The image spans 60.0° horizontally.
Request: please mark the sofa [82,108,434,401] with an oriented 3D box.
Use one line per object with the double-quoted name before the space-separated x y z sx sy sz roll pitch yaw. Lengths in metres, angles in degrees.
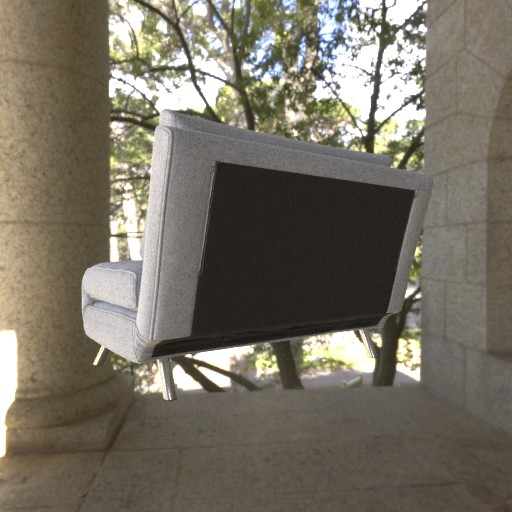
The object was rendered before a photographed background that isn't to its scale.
"sofa" 0.000 0.000 1.878 1.220 0.910 0.910 0 0 -36
